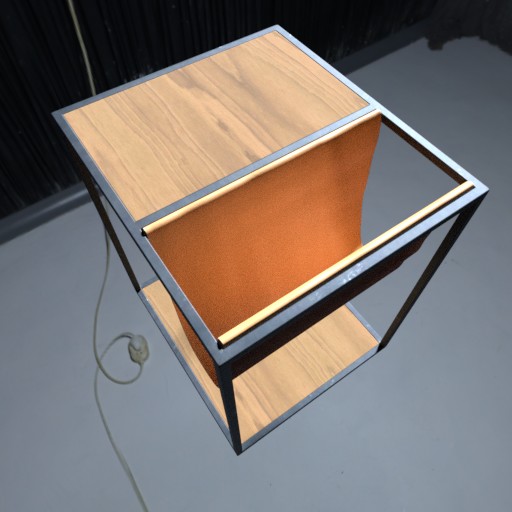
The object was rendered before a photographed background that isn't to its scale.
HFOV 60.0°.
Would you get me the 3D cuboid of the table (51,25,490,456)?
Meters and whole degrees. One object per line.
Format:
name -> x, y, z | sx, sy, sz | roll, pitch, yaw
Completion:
table -> 0.000, 0.000, 0.812 | 0.399, 0.536, 0.450 | -30, 62, -18
